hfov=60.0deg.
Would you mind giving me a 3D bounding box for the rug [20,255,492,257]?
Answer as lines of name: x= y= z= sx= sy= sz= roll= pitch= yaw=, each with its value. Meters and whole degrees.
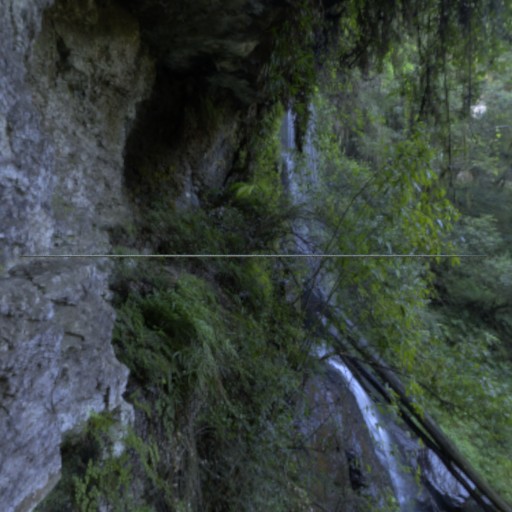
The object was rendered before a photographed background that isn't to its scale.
rug: x=0.000 y=0.000 z=2.628 sx=2.437 sy=0.006 sz=0.686 roll=0 pitch=0 yaw=0
